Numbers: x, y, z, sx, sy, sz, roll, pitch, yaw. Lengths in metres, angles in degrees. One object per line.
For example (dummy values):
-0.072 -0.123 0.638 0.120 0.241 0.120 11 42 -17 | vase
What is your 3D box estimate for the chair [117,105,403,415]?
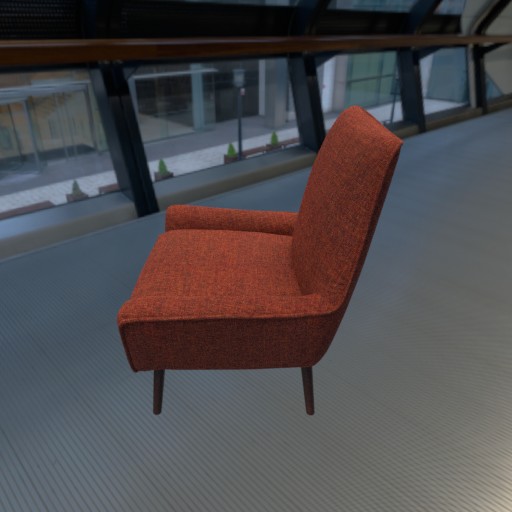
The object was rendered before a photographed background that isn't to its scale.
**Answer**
0.000 0.000 1.510 0.784 0.911 0.803 0 28 0 | chair
